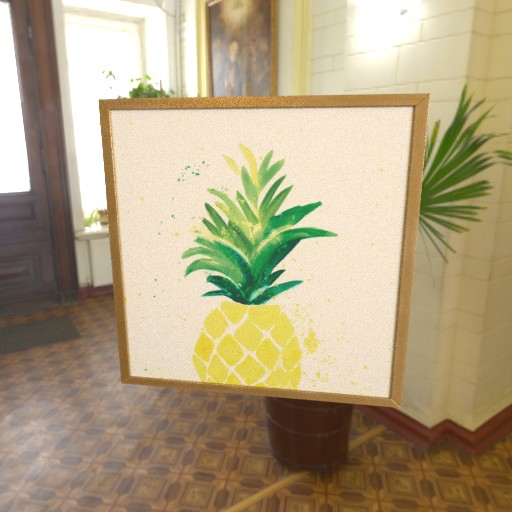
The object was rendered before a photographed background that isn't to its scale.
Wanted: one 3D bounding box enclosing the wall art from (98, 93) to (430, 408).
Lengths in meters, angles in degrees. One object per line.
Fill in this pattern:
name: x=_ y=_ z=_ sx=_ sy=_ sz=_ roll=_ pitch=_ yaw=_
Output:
wall art: x=0.000 y=0.000 z=0.751 sx=0.510 sy=0.509 sz=0.033 roll=2 pitch=14 yaw=9
